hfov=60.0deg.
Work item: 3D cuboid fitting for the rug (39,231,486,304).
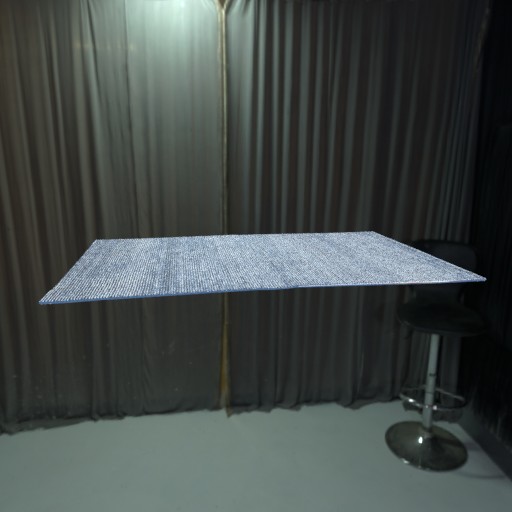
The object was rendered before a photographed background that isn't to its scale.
[{"bbox_3d":[0.000,0.000,2.284,1.793,0.025,1.159,-2,13,-9],"label":"rug"}]
